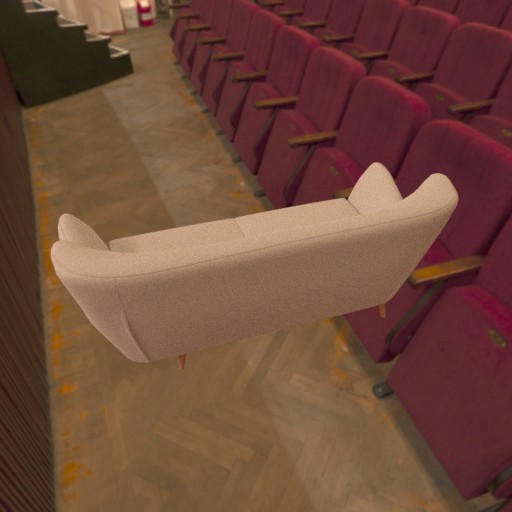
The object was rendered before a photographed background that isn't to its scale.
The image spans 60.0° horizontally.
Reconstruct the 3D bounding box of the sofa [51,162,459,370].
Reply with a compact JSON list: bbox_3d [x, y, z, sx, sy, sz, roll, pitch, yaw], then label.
[{"bbox_3d":[0.000,0.000,2.366,1.930,0.890,0.899,-12,41,-14],"label":"sofa"}]
